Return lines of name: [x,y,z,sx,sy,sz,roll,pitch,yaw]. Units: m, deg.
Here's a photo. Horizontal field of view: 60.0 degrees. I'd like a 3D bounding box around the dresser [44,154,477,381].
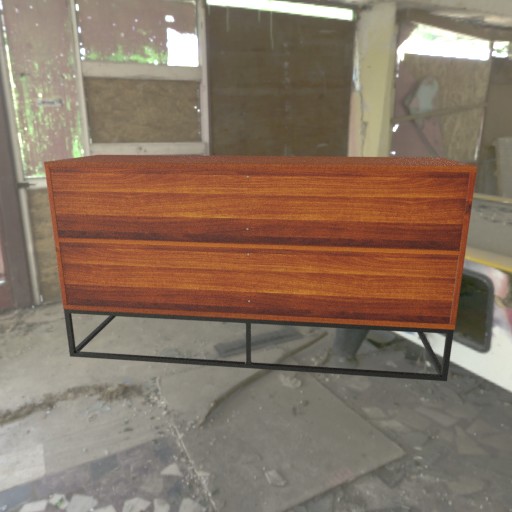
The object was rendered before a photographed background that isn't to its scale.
dresser: [0.000,0.000,1.895,1.536,0.810,0.464,2,16,7]
